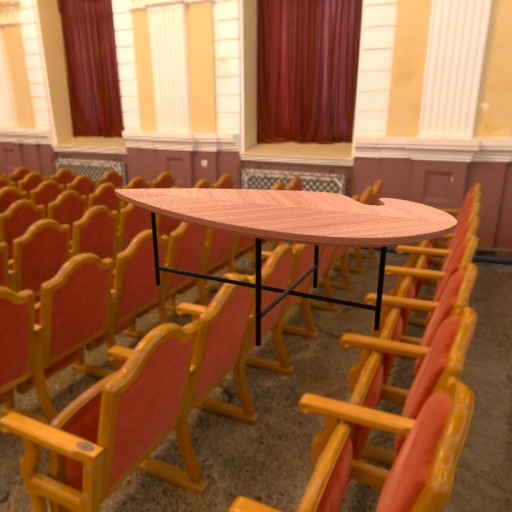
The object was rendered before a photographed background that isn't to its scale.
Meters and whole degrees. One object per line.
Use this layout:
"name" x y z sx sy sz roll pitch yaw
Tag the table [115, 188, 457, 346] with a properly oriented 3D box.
"table" 0.000 0.000 1.492 1.199 0.360 0.598 9 20 25
